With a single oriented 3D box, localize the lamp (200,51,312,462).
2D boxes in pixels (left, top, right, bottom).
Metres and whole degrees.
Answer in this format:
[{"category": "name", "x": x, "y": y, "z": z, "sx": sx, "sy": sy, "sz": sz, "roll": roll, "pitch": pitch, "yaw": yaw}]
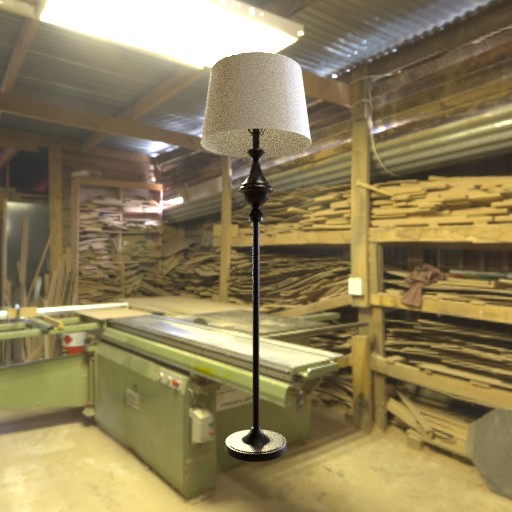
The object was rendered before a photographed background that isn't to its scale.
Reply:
[{"category": "lamp", "x": 0.000, "y": 0.000, "z": 1.722, "sx": 0.431, "sy": 1.484, "sz": 0.431, "roll": 0, "pitch": -1, "yaw": 0}]
